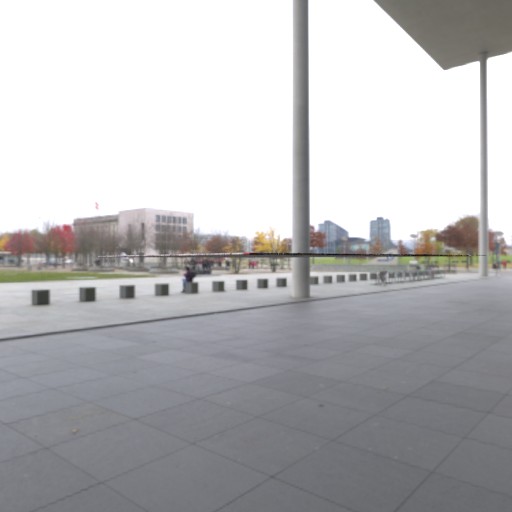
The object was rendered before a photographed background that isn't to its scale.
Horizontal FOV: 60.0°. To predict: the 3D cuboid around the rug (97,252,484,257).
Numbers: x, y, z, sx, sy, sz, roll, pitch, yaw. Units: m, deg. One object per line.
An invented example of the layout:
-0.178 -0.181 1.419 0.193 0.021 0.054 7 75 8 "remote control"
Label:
0.000 0.000 2.340 1.217 0.012 1.848 0 -1 -35 "rug"
